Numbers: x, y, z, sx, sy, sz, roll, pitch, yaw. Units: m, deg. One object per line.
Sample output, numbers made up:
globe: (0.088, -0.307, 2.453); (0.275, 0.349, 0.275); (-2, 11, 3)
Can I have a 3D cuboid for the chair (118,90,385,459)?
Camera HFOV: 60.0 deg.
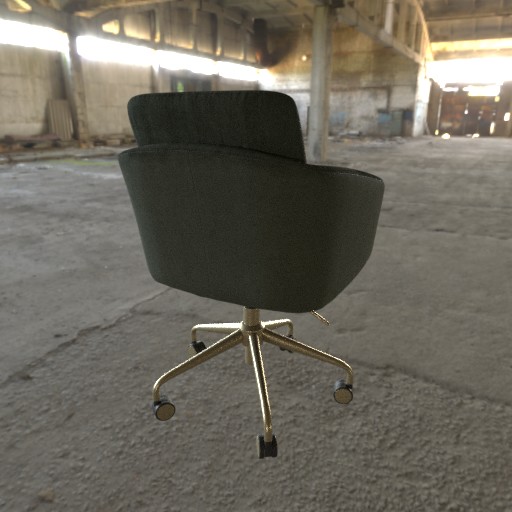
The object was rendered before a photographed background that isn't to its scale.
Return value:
chair: (0.000, 0.000, 1.338); (0.641, 0.908, 0.635); (9, 20, 26)
